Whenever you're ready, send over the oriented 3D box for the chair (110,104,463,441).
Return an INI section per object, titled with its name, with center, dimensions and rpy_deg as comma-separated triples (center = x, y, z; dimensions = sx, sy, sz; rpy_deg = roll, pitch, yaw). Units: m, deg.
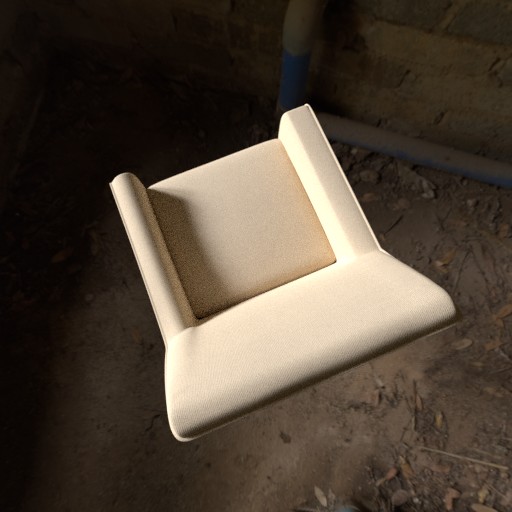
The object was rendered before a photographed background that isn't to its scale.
[chair]
center = 0.000, 0.000, 1.587
dimensions = 0.780, 0.919, 0.899
rpy_deg = -22, 78, -5
